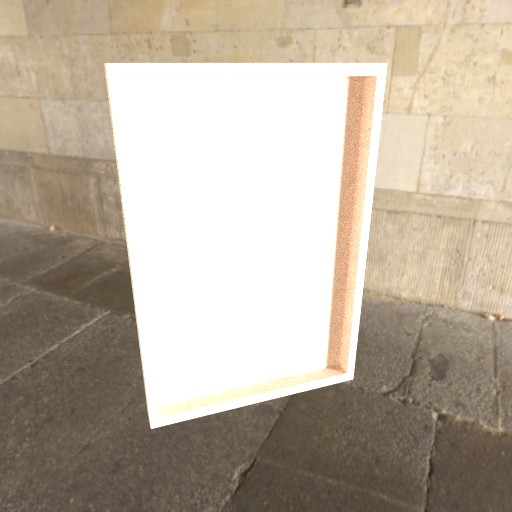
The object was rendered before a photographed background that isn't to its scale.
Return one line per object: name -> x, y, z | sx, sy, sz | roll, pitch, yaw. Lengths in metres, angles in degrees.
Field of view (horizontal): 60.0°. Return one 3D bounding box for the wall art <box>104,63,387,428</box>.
wall art -> 0.000, 0.000, 0.763 | 0.418, 0.608, 0.038 | -8, 25, -18
